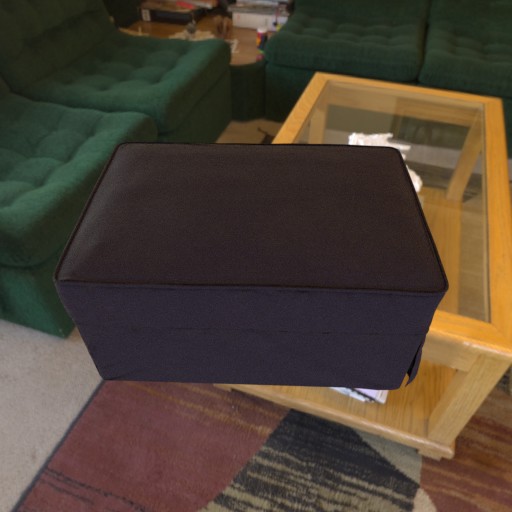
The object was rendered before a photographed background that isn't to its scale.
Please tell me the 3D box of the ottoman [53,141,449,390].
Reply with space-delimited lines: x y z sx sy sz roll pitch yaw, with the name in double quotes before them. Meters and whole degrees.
"ottoman" 0.000 0.000 1.342 0.938 0.503 0.637 1 45 1
